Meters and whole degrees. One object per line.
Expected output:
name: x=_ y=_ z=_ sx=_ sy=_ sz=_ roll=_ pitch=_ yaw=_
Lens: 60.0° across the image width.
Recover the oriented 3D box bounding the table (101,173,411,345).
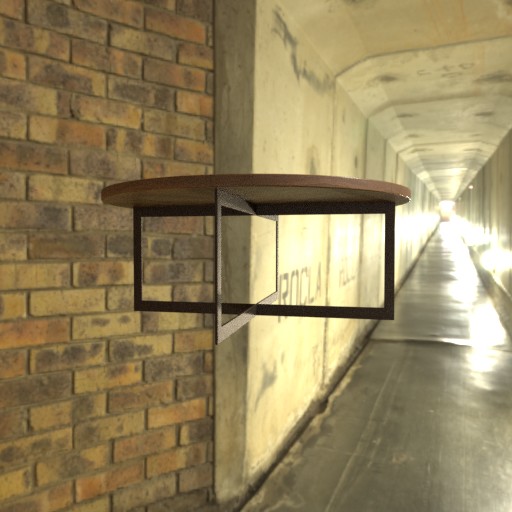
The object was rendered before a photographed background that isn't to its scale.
table: x=0.000 y=0.000 z=1.922 sx=1.264 sy=0.516 sz=1.264 roll=0 pitch=2 yaw=0
